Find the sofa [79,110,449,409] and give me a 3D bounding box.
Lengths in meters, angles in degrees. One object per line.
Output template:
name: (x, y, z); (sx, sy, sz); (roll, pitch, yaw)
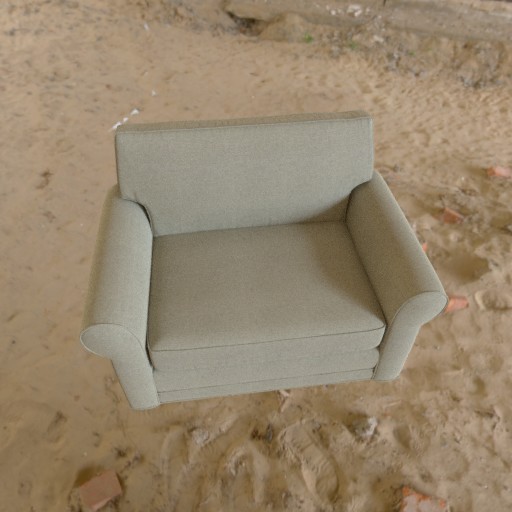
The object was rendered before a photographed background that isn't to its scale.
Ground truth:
sofa: (0.000, 0.000, 2.044); (1.405, 0.991, 0.936); (-5, 46, -5)
